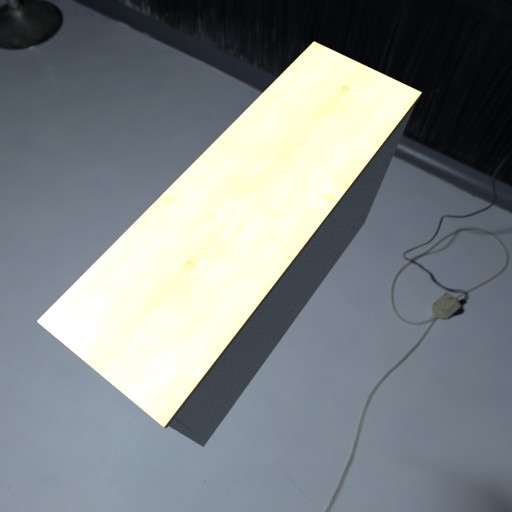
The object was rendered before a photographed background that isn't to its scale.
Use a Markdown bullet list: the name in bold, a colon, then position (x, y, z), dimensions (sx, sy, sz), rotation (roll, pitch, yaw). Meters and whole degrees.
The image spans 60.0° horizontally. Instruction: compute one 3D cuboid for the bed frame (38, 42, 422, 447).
- **bed frame**: position (0.000, 0.000, 1.684), dimensions (0.430, 0.850, 1.300), rotation (33, 68, 15)
